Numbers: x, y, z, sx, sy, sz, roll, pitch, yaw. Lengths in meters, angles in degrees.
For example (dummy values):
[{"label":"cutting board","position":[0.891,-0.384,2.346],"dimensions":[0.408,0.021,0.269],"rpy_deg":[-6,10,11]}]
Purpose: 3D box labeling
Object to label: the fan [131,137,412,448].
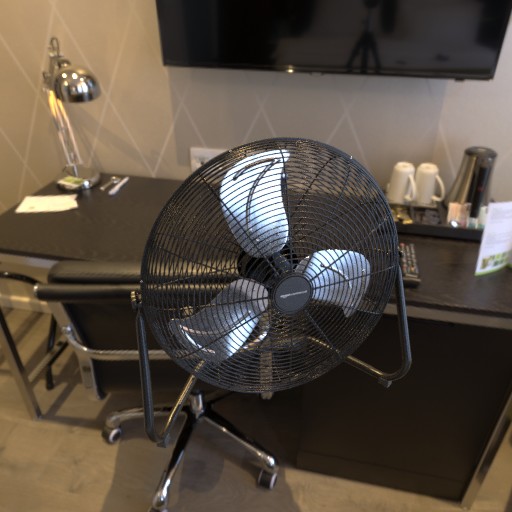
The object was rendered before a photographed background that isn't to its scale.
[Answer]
[{"label":"fan","position":[0.000,0.000,1.008],"dimensions":[0.595,0.605,0.470],"rpy_deg":[-10,33,-15]}]
